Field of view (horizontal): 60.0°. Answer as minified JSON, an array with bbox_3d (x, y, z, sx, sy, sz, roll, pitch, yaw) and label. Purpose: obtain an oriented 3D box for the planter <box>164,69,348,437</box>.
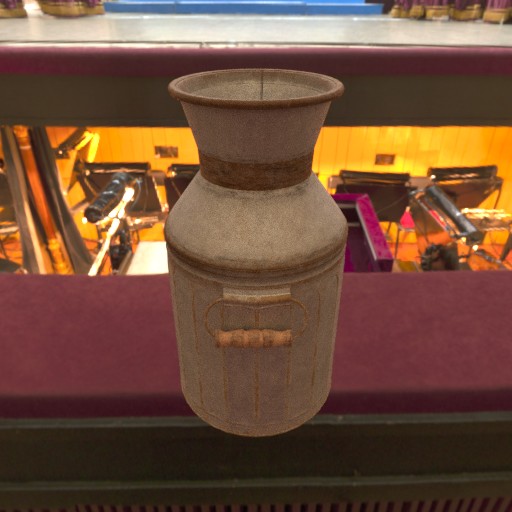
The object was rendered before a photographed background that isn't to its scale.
[{"bbox_3d":[0.000,0.000,0.534,0.214,0.396,0.245,0,31,0],"label":"planter"}]
